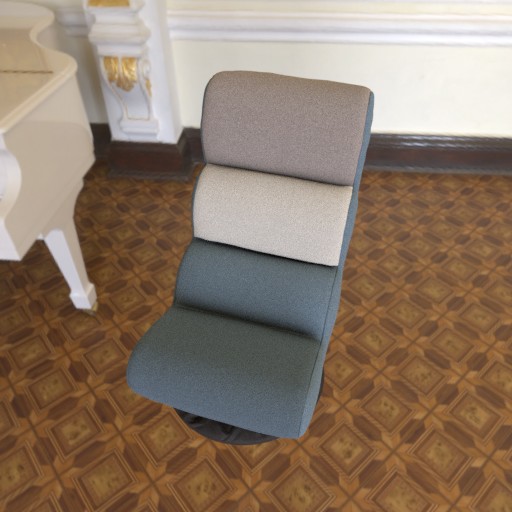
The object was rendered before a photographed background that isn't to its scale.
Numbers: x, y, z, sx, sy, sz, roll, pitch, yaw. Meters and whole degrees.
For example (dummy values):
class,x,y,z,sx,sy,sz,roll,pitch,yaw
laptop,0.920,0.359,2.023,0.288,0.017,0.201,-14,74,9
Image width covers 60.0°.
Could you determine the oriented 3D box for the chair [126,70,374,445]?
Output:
class,x,y,z,sx,sy,sz,roll,pitch,yaw
chair,0.000,0.000,1.046,0.420,0.641,0.661,11,42,13
